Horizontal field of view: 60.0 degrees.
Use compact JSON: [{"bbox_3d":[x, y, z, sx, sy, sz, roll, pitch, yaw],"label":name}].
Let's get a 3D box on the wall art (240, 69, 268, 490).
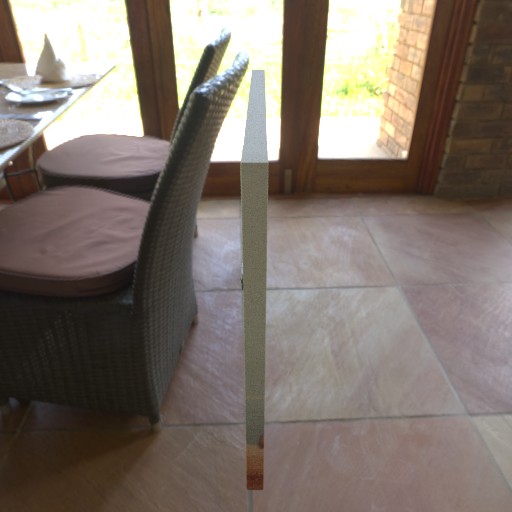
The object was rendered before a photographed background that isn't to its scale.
[{"bbox_3d":[0.000,0.000,0.595,0.023,0.405,0.405,0,31,1],"label":"wall art"}]
